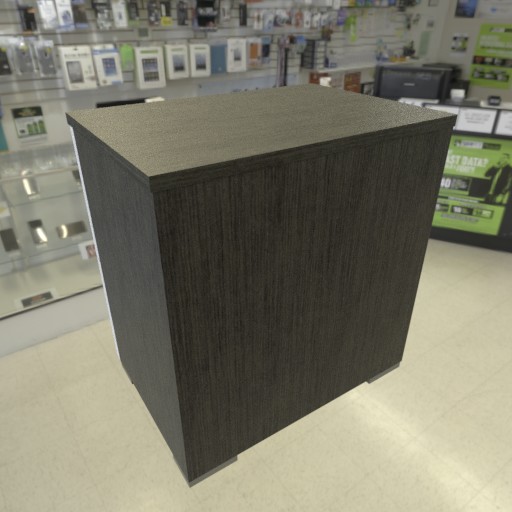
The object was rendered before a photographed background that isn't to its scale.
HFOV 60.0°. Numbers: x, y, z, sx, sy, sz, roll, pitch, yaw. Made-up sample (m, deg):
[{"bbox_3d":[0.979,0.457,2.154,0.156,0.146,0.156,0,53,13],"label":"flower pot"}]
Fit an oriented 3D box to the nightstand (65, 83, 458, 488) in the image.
[{"bbox_3d":[0.000,0.000,0.729,0.441,0.460,0.325,-18,35,-28],"label":"nightstand"}]
